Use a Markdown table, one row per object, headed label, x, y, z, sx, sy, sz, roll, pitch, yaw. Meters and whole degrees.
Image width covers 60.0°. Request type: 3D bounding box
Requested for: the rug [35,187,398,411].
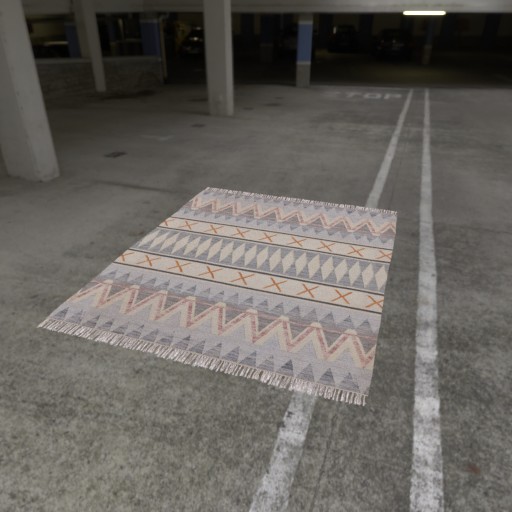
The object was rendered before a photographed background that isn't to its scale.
| label | x | y | z | sx | sy | sz | roll | pitch | yaw |
| --- | --- | --- | --- | --- | --- | --- | --- | --- | --- |
| rug | 0.000 | 0.000 | 4.082 | 2.371 | 0.012 | 3.000 | 10 | 31 | 16 |
